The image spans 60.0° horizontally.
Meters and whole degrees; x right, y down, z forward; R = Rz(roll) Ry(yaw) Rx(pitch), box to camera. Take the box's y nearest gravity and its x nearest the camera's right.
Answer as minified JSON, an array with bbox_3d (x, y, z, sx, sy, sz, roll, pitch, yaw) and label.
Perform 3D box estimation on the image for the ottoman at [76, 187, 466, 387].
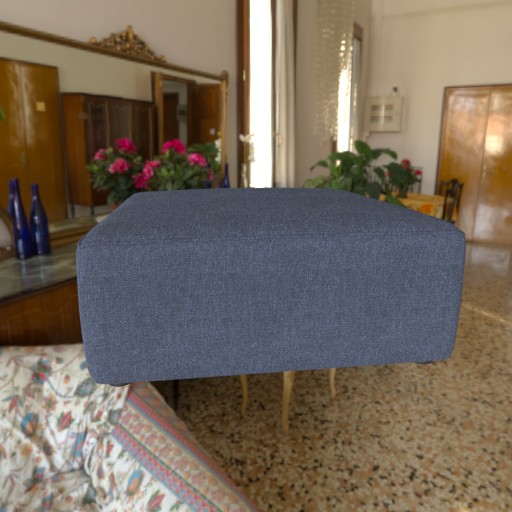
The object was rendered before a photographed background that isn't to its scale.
[{"bbox_3d":[0.000,0.000,1.582,1.000,0.439,1.000,-2,14,-8],"label":"ottoman"}]
